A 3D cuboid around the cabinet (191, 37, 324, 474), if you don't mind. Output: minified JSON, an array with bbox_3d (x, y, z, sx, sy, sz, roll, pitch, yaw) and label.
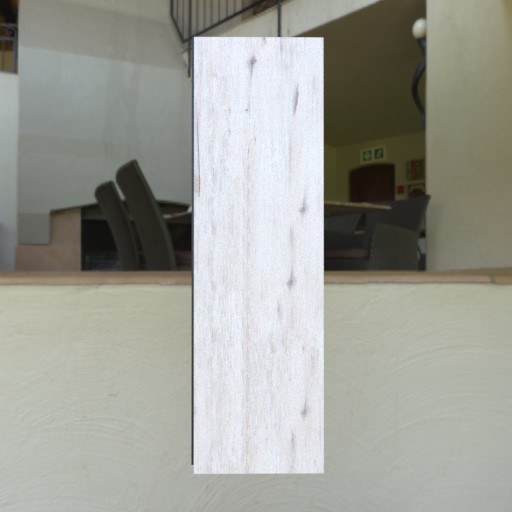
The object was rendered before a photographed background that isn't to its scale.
[{"bbox_3d":[0.000,0.000,3.213,0.660,2.180,2.000,0,0,0],"label":"cabinet"}]
